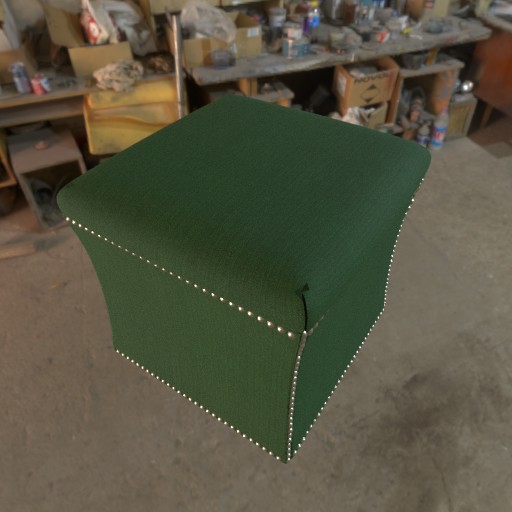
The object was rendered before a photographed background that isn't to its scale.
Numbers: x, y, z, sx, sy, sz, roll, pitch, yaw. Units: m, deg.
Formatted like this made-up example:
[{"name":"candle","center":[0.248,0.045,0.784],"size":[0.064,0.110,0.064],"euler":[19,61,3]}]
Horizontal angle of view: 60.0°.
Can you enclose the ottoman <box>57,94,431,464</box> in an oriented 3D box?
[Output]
[{"name":"ottoman","center":[0.000,0.000,0.910],"size":[0.497,0.475,0.507],"euler":[24,47,25]}]
